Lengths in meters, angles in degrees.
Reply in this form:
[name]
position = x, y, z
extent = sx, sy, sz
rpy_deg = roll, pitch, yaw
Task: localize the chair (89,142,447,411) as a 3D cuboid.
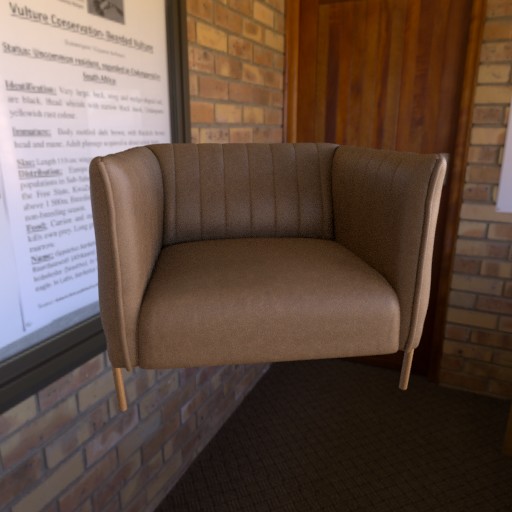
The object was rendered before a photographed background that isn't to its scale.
[chair]
position = 0.000, 0.000, 1.614
extent = 0.981, 0.779, 0.876
rpy_deg = -2, 16, -7
